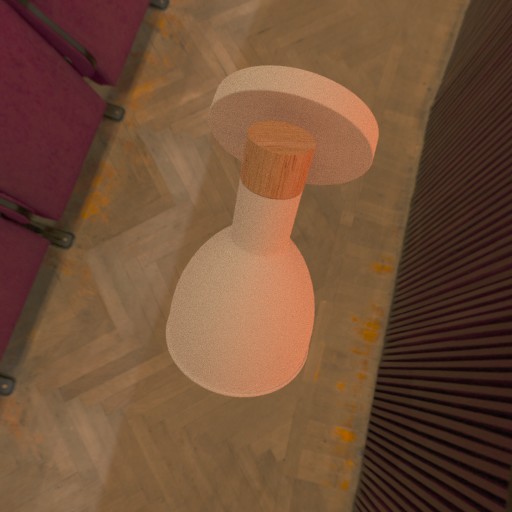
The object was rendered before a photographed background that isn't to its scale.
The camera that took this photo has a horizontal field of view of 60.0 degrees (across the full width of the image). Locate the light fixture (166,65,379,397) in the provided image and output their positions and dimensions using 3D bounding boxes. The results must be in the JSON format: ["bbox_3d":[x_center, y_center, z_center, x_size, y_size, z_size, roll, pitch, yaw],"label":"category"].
[{"bbox_3d":[0.000,0.000,0.333,0.127,0.199,0.209,16,76,4],"label":"light fixture"}]
